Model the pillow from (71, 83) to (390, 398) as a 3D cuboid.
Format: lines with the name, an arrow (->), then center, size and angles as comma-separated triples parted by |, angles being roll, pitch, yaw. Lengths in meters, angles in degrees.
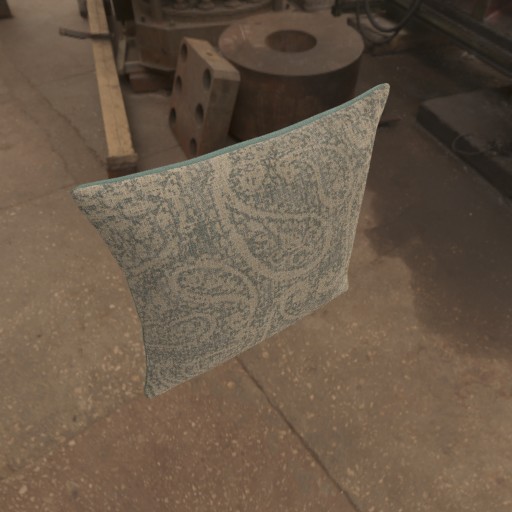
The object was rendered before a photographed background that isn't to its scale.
pillow -> 0.000, 0.000, 0.802 | 0.526, 0.507, 0.166 | -25, 51, -22
